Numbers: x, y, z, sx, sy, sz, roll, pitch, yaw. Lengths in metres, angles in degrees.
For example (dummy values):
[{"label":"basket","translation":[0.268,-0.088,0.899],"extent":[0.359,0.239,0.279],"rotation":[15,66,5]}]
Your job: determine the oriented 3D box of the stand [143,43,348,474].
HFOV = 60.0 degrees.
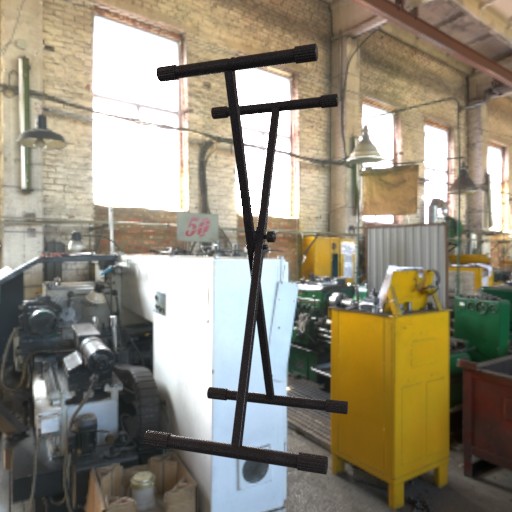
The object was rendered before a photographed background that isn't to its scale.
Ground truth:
[{"label":"stand","translation":[0.000,0.000,1.204],"extent":[0.449,0.940,0.409],"rotation":[0,1,18]}]
